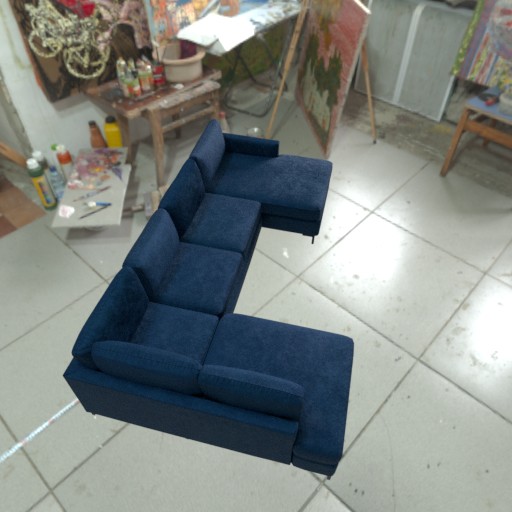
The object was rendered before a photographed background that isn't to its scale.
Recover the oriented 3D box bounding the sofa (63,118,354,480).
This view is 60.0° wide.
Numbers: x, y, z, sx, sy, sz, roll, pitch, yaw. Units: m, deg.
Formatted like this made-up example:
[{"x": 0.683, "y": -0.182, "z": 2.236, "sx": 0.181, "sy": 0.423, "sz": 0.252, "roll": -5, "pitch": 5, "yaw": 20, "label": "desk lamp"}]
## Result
[{"x": 0.000, "y": 0.000, "z": 4.308, "sx": 2.055, "sy": 0.992, "sz": 3.434, "roll": 10, "pitch": 48, "yaw": 9, "label": "sofa"}]
